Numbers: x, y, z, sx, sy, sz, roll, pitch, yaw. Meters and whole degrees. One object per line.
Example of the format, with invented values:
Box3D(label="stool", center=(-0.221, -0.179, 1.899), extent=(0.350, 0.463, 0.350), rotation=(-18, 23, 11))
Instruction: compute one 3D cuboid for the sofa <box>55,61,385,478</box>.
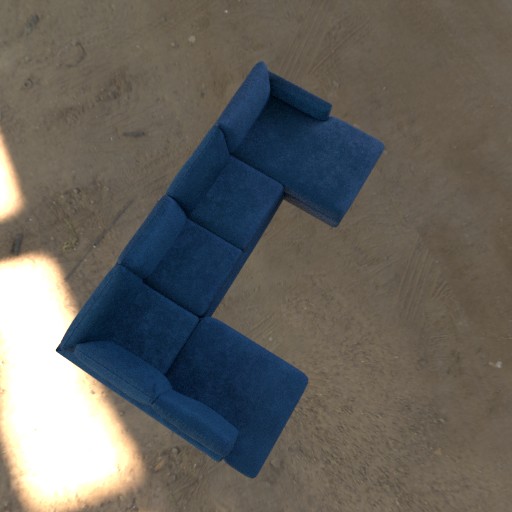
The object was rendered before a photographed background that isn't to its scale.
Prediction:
Box3D(label="sofa", center=(0.000, 0.000, 4.292), extent=(2.055, 0.992, 3.434), rotation=(31, 78, 7))
